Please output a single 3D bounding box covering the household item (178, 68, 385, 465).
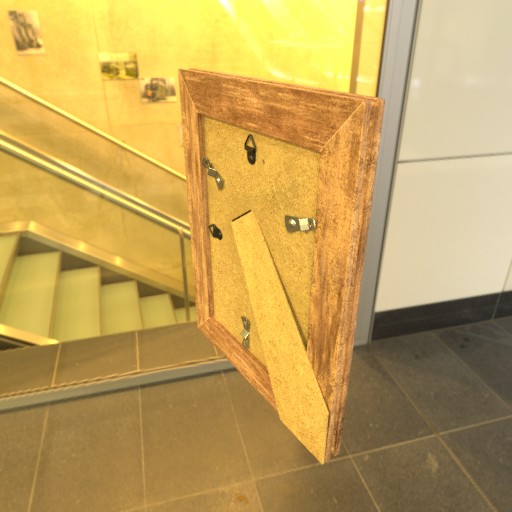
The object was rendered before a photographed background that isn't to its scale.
[{"bbox_3d":[0.000,0.000,0.319,0.018,0.237,0.186,-18,33,-30],"label":"household item"}]
